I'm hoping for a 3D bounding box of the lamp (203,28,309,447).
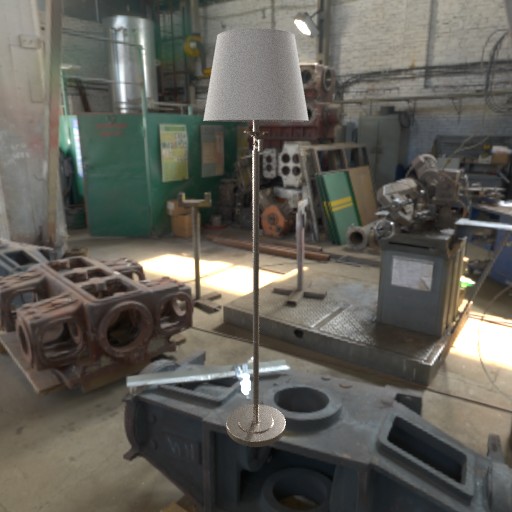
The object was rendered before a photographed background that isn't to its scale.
[{"bbox_3d":[0.000,0.000,1.635,0.355,1.473,0.355,0,16,0],"label":"lamp"}]
